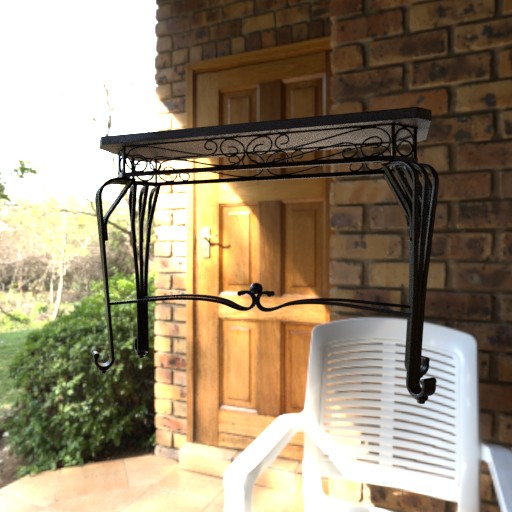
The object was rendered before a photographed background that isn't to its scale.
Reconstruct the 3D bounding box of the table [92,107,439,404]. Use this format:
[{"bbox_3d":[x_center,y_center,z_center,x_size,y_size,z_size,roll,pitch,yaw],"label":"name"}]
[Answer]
[{"bbox_3d":[0.000,0.000,1.475,1.112,0.800,0.329,0,0,18],"label":"table"}]
